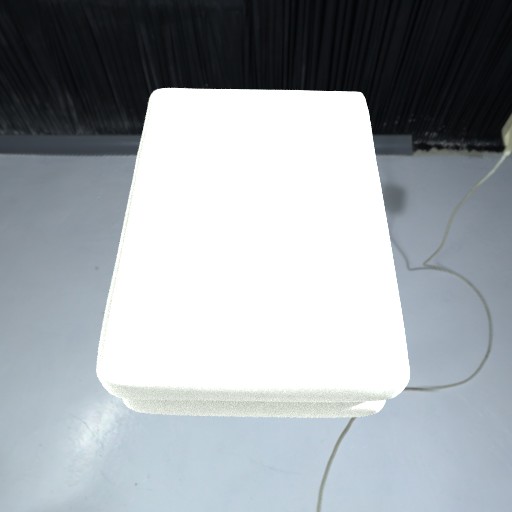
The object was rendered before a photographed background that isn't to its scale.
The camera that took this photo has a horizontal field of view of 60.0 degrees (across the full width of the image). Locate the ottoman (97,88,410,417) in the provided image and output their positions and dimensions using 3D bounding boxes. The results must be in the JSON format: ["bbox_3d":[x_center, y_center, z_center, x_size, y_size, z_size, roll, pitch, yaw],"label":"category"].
[{"bbox_3d":[0.000,0.000,1.119,0.569,0.499,0.773,1,59,0],"label":"ottoman"}]
